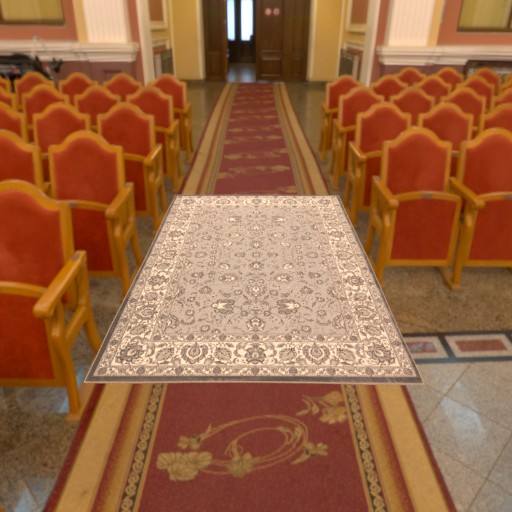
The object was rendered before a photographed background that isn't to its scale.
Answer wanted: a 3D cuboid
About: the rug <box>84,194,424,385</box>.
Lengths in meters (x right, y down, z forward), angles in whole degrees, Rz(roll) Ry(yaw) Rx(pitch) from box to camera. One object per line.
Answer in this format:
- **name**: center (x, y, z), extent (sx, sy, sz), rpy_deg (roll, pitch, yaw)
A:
- **rug**: center (0.000, 0.000, 3.047), extent (1.524, 0.011, 2.438), rpy_deg (0, 28, 0)
